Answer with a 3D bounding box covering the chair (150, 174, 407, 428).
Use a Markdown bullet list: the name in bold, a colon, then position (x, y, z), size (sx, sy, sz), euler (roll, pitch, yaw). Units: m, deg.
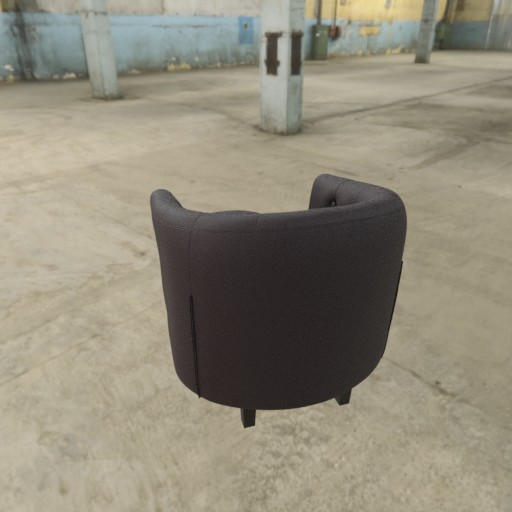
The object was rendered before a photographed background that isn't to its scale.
- **chair**: position (0.000, 0.000, 1.709), size (0.763, 0.760, 1.191), euler (-8, 28, -15)
